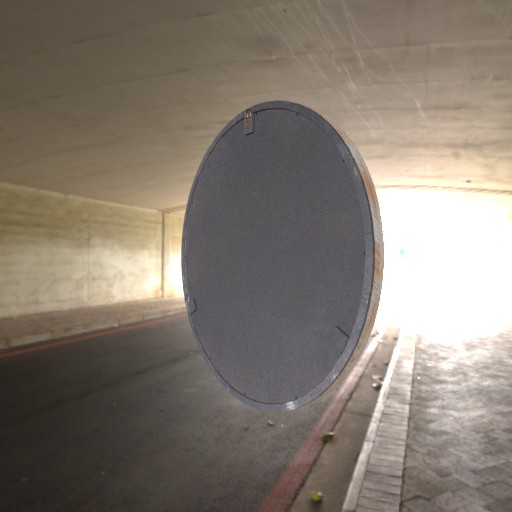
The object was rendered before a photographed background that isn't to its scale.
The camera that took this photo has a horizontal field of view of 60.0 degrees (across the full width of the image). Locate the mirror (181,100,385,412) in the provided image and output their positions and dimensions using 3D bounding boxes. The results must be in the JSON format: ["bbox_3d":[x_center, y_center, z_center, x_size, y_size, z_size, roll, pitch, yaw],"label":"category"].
[{"bbox_3d":[0.000,0.000,1.059,0.038,0.710,0.710,1,-1,-37],"label":"mirror"}]
